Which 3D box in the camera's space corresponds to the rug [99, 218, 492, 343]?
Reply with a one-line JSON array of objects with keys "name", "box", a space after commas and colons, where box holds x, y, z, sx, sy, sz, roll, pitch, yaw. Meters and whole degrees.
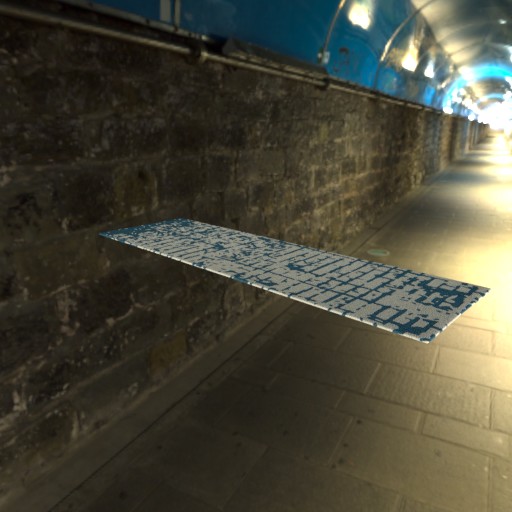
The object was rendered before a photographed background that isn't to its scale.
[{"name": "rug", "box": [0.000, 0.000, 2.683, 2.435, 0.011, 0.750, 15, 22, 41]}]
